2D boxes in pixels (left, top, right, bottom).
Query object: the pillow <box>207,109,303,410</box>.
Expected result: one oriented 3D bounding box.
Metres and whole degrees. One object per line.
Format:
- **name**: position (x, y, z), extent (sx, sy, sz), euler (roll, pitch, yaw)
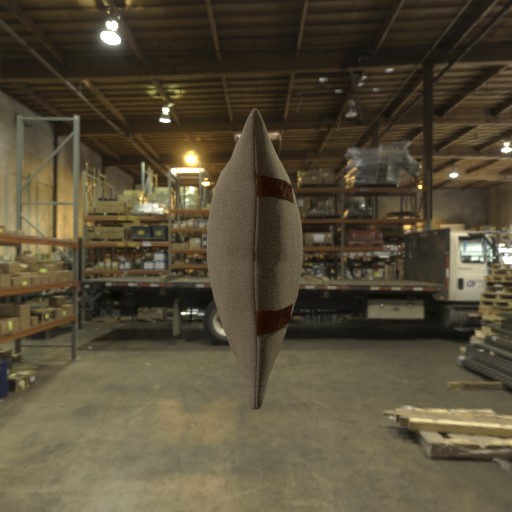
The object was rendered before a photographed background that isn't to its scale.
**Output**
- **pillow**: position (0.000, 0.000, 0.742), extent (0.148, 0.308, 0.612), euler (0, 0, 0)
